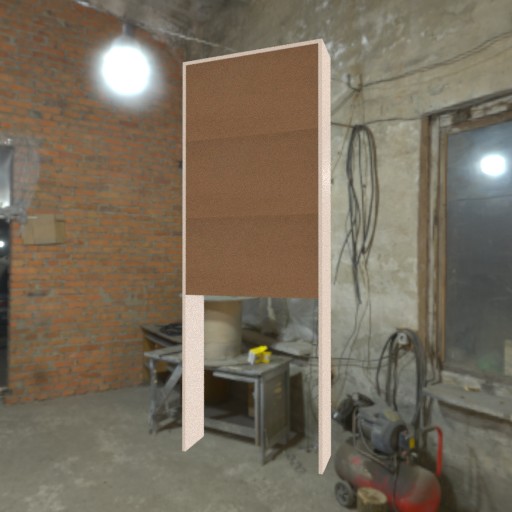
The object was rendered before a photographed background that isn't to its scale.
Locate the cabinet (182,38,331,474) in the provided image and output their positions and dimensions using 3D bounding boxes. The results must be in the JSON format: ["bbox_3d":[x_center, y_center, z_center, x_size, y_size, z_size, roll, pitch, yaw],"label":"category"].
[{"bbox_3d":[0.000,0.000,2.000,0.643,1.770,0.192,0,0,20],"label":"cabinet"}]
